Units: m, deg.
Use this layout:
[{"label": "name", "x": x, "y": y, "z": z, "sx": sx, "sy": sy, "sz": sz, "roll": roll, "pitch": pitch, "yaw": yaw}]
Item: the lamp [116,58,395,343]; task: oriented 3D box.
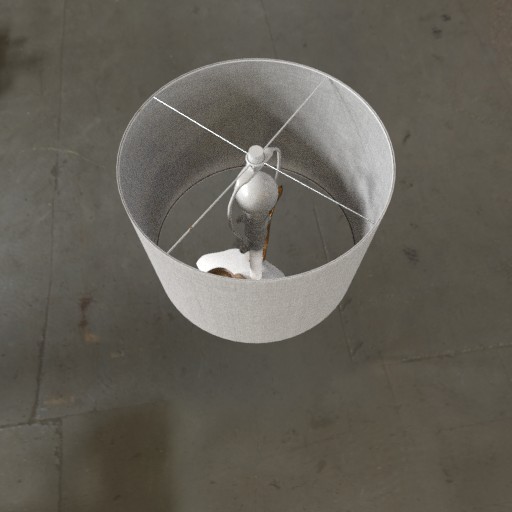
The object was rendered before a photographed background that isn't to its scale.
[{"label": "lamp", "x": 0.000, "y": 0.000, "z": 0.698, "sx": 0.298, "sy": 0.503, "sz": 0.298, "roll": 33, "pitch": 68, "yaw": 15}]
